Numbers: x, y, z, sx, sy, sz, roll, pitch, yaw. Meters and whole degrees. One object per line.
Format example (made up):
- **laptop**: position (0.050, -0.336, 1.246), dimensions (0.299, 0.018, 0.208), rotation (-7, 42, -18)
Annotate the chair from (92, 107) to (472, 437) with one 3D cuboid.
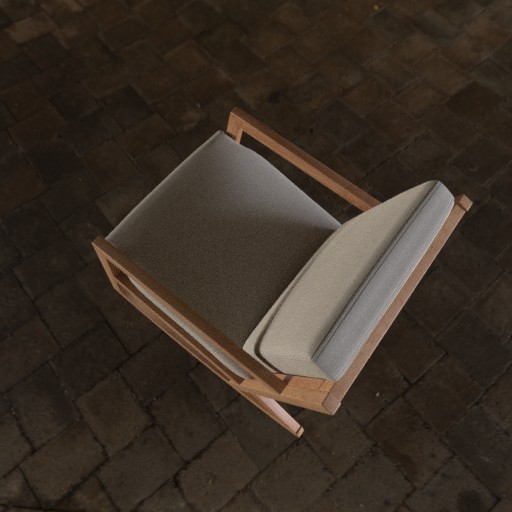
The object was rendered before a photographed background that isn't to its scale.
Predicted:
- **chair**: position (0.000, 0.000, 1.378), dimensions (0.857, 0.790, 0.622), rotation (35, 68, 16)
